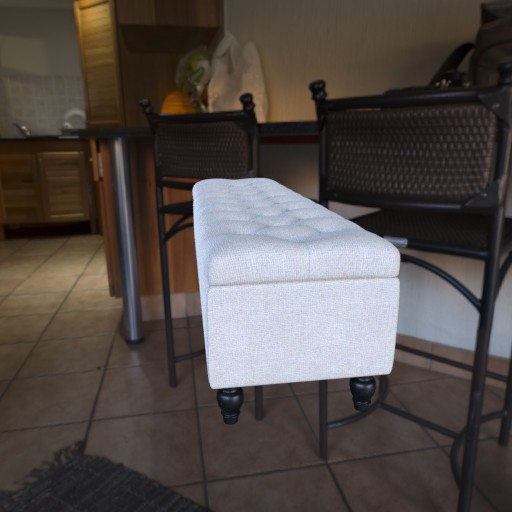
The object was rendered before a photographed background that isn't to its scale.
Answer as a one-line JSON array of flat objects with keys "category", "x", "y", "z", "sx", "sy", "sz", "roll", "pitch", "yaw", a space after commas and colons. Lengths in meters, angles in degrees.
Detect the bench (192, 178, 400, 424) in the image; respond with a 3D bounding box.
[{"category": "bench", "x": 0.000, "y": 0.000, "z": 1.718, "sx": 0.455, "sy": 0.467, "sz": 1.480, "roll": -2, "pitch": 16, "yaw": -8}]
